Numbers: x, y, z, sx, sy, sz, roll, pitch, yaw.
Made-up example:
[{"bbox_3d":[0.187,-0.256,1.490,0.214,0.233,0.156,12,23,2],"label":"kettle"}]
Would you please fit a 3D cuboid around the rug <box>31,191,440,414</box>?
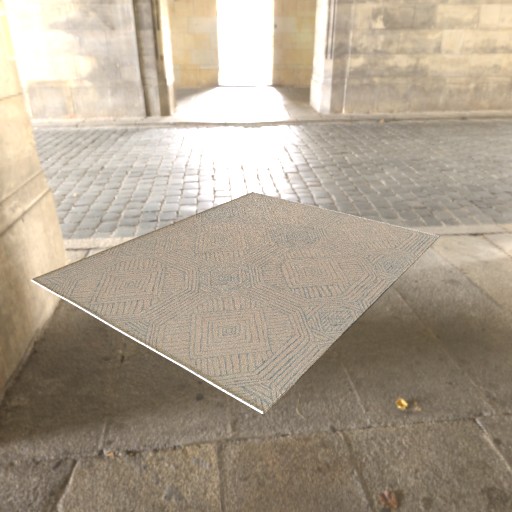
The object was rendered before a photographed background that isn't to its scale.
[{"bbox_3d":[0.000,0.000,4.154,2.457,0.015,3.049,19,31,33],"label":"rug"}]
